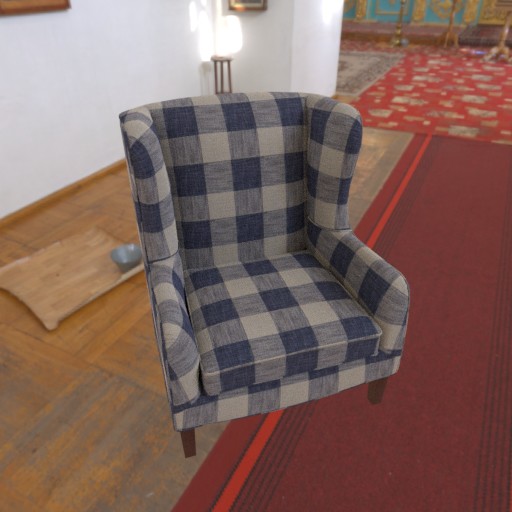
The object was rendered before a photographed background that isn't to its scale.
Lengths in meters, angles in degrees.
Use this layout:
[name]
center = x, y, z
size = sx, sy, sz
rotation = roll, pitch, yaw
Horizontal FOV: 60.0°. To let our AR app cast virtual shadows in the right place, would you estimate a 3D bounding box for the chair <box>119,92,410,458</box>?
[chair]
center = 0.000, 0.000, 1.693
size = 0.830, 1.041, 0.889
rotation = -10, 34, -15
